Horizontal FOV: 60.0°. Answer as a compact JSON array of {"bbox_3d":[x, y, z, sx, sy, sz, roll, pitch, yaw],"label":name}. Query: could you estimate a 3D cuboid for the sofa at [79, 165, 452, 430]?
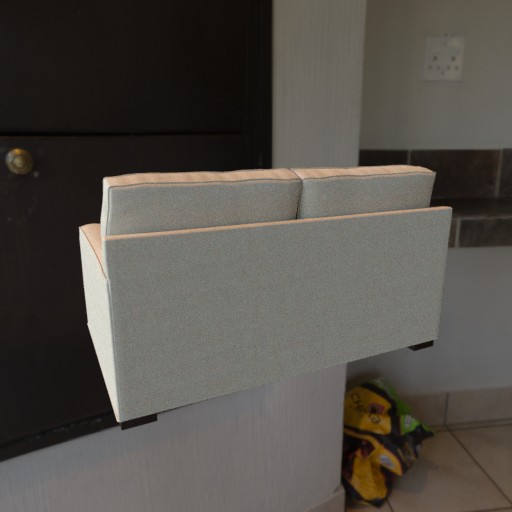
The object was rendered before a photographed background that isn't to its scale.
[{"bbox_3d":[0.000,0.000,2.100,1.484,0.853,0.942,-7,16,-25],"label":"sofa"}]
